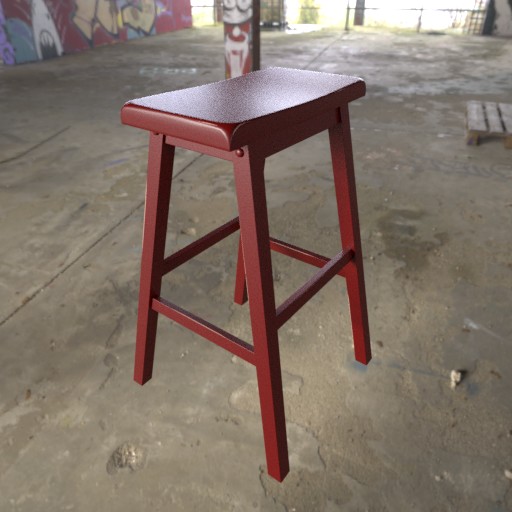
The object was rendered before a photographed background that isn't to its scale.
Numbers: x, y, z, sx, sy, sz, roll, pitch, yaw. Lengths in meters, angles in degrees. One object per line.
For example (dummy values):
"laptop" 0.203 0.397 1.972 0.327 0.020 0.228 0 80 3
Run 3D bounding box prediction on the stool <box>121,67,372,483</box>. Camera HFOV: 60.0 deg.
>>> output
"stool" 0.000 0.000 1.023 0.476 0.737 0.457 22 38 31
